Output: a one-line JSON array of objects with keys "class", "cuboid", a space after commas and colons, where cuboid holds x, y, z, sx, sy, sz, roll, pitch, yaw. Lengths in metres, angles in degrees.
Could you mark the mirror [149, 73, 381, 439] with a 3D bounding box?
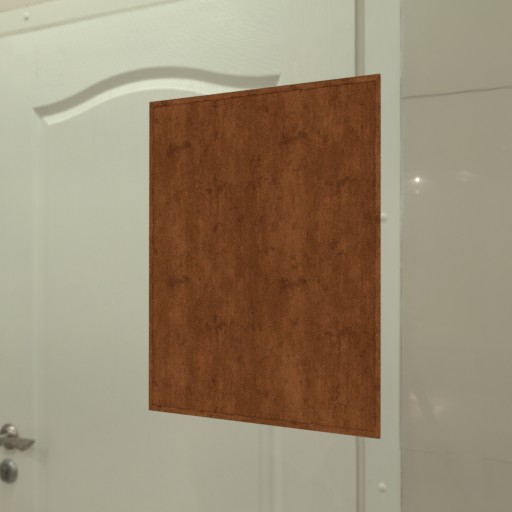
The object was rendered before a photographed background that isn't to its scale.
[{"class": "mirror", "cuboid": [0.000, 0.000, 1.466, 0.796, 1.099, 0.028, 0, 0, 18]}]
